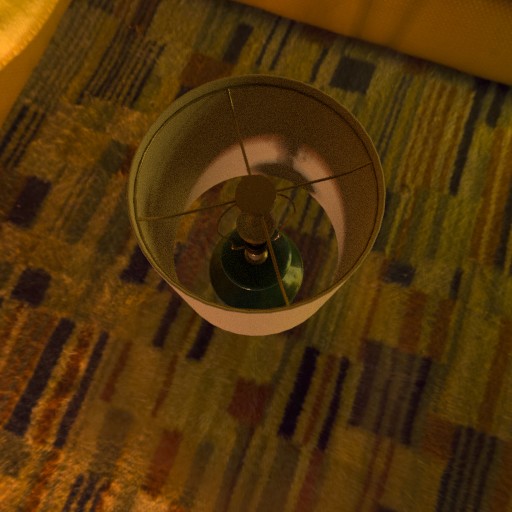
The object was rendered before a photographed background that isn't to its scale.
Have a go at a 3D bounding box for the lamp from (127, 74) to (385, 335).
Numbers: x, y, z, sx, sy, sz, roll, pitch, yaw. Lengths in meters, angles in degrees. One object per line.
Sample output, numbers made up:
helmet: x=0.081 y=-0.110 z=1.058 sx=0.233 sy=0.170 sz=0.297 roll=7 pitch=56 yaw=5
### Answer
lamp: x=0.000 y=0.000 z=0.582 sx=0.211 sy=0.455 sz=0.211 roll=-1 pitch=75 yaw=0
